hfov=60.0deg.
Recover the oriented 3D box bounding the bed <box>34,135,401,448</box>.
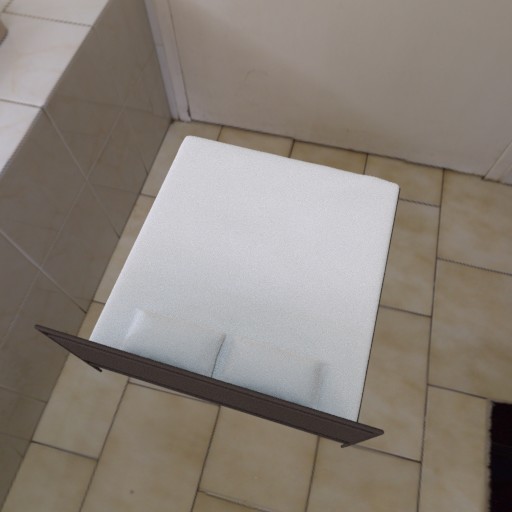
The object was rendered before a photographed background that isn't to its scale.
[{"bbox_3d":[0.000,0.000,3.366,1.993,1.173,2.151,15,64,7],"label":"bed"}]
